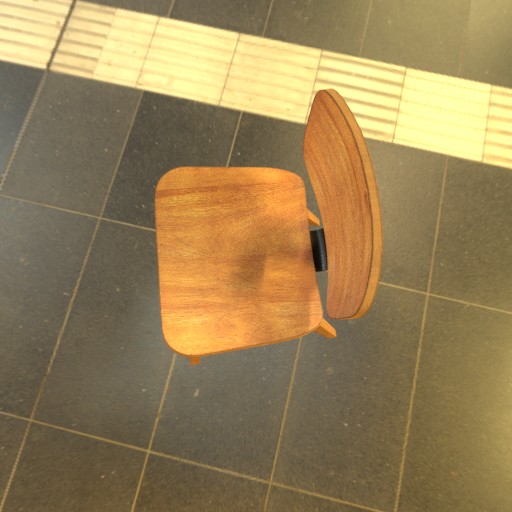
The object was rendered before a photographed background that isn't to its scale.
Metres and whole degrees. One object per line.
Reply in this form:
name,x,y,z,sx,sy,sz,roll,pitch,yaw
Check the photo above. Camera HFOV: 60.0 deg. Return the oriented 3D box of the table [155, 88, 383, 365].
table,0.000,0.000,1.145,0.500,0.805,0.499,-6,76,-1
